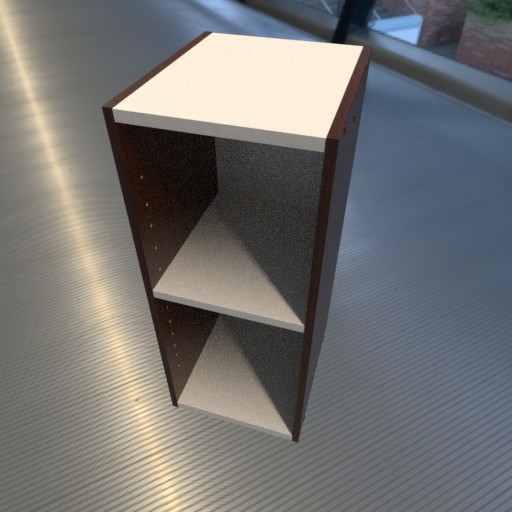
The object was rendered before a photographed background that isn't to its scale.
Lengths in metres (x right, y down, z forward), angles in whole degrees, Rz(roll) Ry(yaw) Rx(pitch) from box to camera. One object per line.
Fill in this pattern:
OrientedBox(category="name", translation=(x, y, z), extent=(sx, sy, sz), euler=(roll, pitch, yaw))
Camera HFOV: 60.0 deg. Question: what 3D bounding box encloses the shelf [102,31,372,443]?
OrientedBox(category="shelf", translation=(0.000, 0.000, 0.740), extent=(0.253, 0.600, 0.290), euler=(12, 43, 13))
